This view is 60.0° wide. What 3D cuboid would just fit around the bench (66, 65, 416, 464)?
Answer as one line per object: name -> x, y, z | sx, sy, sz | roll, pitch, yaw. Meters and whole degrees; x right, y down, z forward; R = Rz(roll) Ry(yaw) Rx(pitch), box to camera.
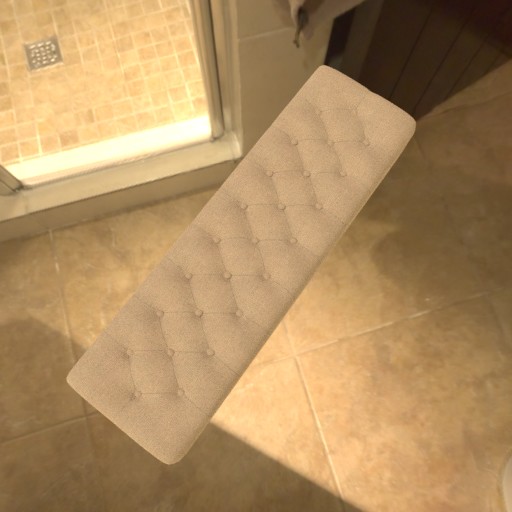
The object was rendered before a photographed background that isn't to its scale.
bench -> 0.000, 0.000, 1.724 | 0.455, 0.467, 1.480 | 35, 78, 9
